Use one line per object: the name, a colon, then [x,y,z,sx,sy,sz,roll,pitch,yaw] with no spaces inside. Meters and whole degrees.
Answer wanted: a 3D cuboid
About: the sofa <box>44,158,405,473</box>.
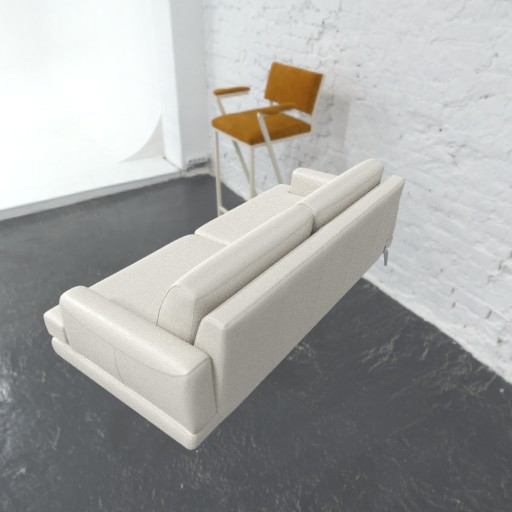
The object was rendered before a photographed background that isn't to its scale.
sofa: [0.000,0.000,2.388,0.974,0.765,1.940,21,37,30]
